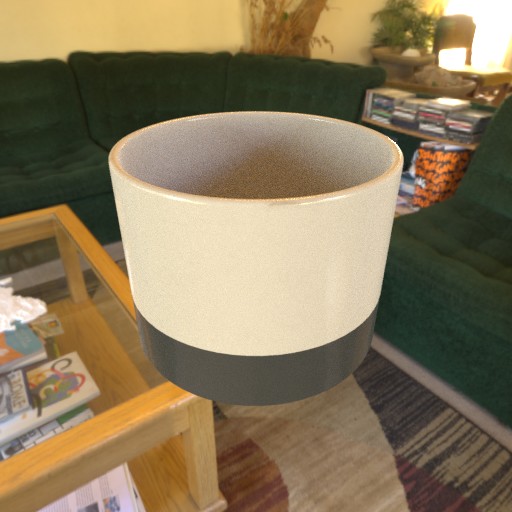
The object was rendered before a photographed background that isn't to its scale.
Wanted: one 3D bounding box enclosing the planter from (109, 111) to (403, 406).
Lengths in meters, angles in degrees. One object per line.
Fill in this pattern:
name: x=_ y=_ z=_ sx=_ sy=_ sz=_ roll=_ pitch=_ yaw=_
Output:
planter: x=0.000 y=0.000 z=0.346 sx=0.193 sy=0.177 sz=0.193 roll=0 pitch=31 yaw=0
